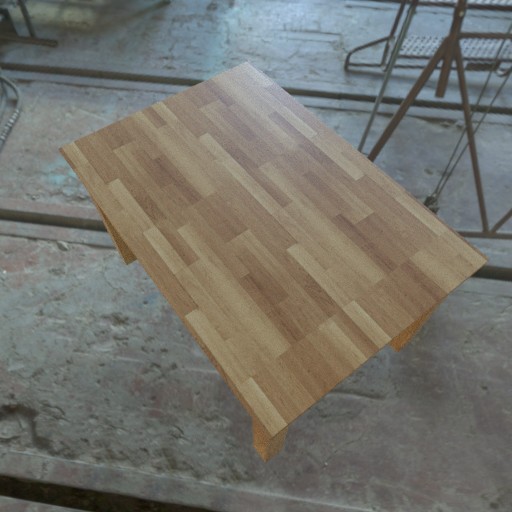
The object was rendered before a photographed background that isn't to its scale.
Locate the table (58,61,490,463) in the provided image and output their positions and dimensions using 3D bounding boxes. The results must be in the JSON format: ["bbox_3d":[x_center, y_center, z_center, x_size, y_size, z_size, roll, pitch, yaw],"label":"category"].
[{"bbox_3d":[0.000,0.000,1.871,0.900,0.750,1.300,-33,64,-19],"label":"table"}]
